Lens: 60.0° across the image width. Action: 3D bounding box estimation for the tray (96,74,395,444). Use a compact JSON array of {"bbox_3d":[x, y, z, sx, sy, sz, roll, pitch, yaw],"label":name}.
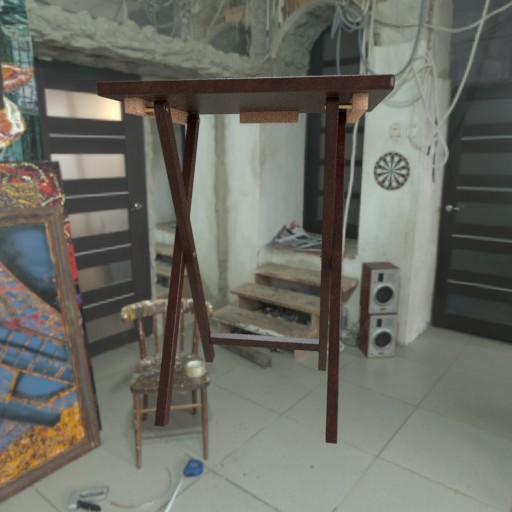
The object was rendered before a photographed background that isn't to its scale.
[{"bbox_3d":[0.000,0.000,0.952,0.483,0.660,0.381,2,13,9],"label":"tray"}]
